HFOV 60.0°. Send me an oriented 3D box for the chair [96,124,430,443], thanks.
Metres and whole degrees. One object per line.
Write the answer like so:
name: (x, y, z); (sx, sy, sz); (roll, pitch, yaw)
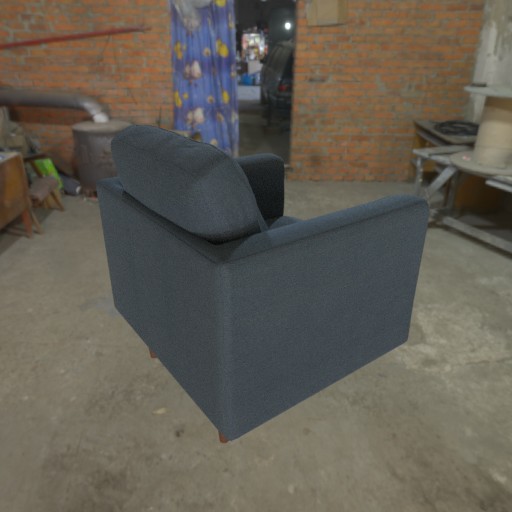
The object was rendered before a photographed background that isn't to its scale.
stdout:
chair: (0.000, 0.000, 1.585); (0.820, 0.922, 0.855); (-18, 31, -32)
